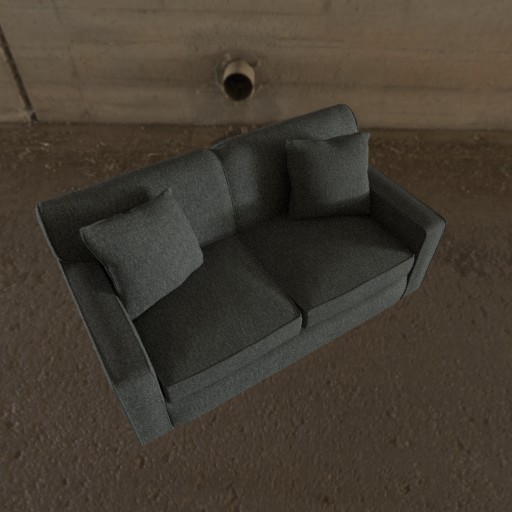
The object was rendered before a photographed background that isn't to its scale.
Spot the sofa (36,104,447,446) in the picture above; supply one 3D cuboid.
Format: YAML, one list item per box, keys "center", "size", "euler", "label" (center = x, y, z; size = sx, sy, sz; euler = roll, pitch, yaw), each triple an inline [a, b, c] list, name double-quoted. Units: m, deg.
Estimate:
- center: [0.000, 0.000, 2.395]
  size: [1.846, 0.958, 0.998]
  euler: [-24, 51, -21]
  label: "sofa"
